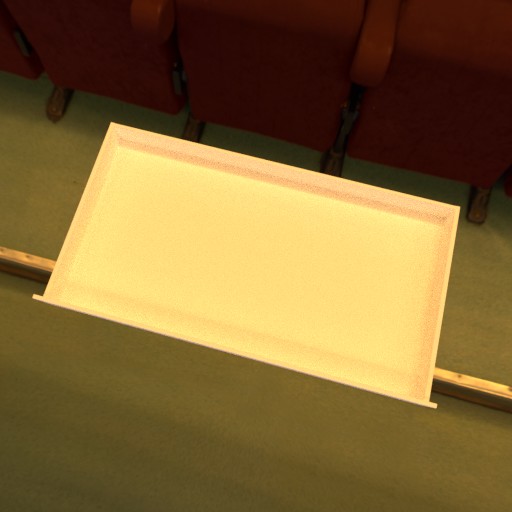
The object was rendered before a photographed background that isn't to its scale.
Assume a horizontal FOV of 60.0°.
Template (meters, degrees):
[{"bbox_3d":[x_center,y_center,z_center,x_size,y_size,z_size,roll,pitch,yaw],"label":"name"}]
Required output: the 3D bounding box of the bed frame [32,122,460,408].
[{"bbox_3d":[0.000,0.000,1.519,1.300,0.141,0.670,14,76,4],"label":"bed frame"}]
